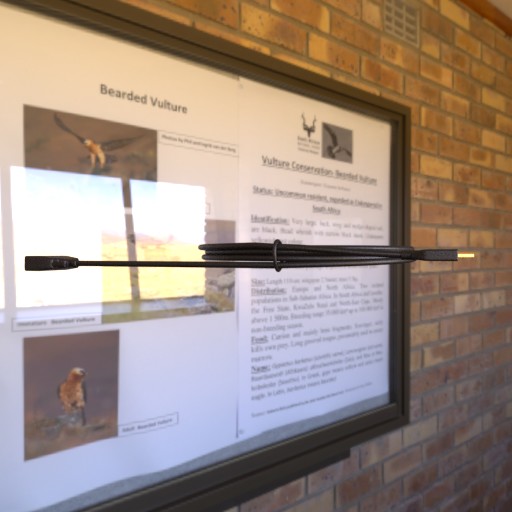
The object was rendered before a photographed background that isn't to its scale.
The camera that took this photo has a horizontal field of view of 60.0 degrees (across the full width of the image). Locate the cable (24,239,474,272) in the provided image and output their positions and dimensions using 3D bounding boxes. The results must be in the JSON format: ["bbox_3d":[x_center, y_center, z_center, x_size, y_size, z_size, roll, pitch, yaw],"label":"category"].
[{"bbox_3d":[0.000,0.000,0.503,0.422,0.030,0.257,0,0,20],"label":"cable"}]
